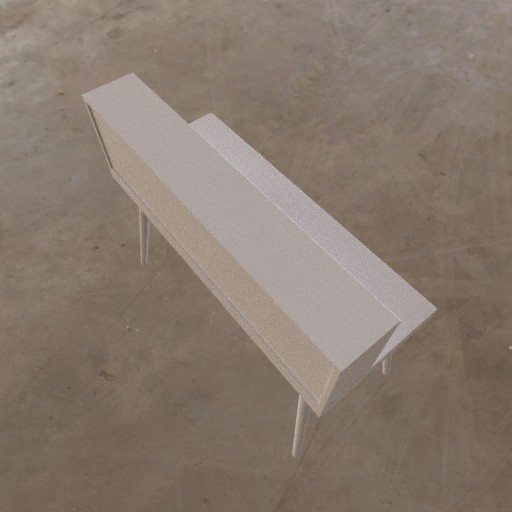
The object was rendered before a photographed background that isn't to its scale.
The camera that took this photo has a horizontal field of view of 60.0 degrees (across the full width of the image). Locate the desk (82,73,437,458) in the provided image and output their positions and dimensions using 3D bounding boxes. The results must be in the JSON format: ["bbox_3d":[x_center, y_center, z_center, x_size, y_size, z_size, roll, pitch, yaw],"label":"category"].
[{"bbox_3d":[0.000,0.000,1.696,0.559,0.990,1.199,-34,63,-20],"label":"desk"}]
